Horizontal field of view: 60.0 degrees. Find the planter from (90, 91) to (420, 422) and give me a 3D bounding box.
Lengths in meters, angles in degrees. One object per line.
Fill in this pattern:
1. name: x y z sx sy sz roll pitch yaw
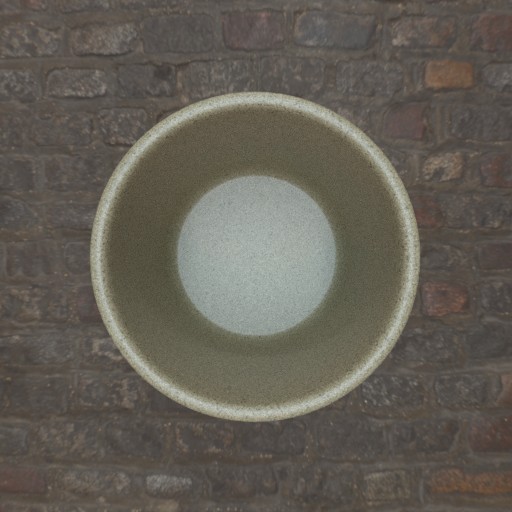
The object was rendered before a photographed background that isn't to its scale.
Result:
1. planter: 0.000 0.000 0.353 0.191 0.200 0.191 0 90 0
